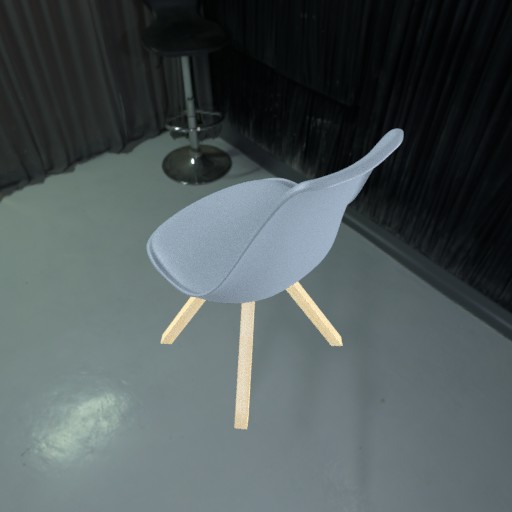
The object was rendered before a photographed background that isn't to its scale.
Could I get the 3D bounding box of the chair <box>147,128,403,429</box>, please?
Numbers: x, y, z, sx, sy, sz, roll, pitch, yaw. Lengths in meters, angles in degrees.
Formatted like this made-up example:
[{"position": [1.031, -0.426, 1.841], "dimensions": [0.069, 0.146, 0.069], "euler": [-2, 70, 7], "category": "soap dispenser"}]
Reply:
[{"position": [0.000, 0.000, 1.154], "dimensions": [0.485, 0.850, 0.549], "euler": [-33, 54, -28], "category": "chair"}]
